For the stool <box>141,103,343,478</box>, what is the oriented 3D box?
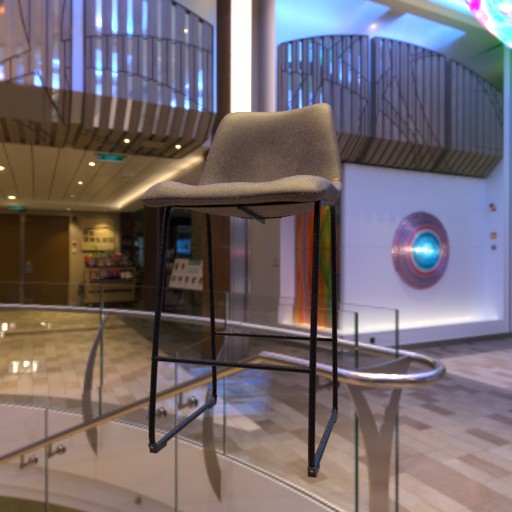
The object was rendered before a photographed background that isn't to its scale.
[{"bbox_3d":[0.000,0.000,1.379,0.514,1.082,0.561,0,0,18],"label":"stool"}]
